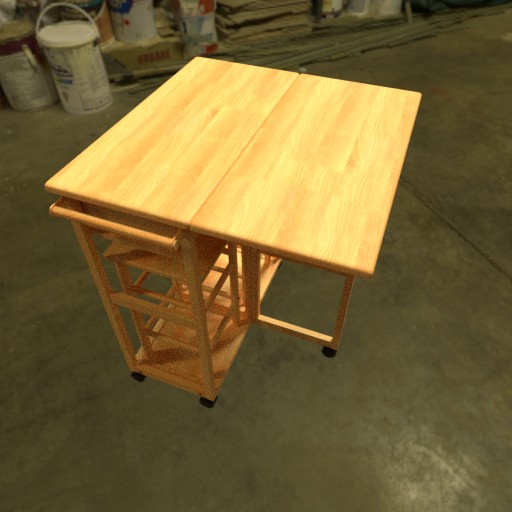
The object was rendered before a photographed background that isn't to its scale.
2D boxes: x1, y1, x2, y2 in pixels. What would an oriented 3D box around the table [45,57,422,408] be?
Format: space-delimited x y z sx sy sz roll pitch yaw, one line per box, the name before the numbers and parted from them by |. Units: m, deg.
table | 0.000 0.000 1.361 0.693 0.832 0.752 16 48 15
